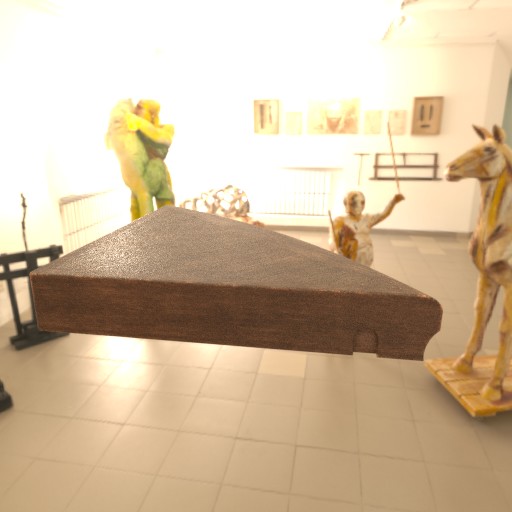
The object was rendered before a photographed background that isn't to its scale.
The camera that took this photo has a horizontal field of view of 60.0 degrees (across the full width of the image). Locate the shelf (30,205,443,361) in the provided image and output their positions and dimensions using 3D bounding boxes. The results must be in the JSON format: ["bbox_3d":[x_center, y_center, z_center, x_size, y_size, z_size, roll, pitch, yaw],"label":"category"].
[{"bbox_3d":[0.000,0.000,0.475,0.310,0.050,0.310,3,17,9],"label":"shelf"}]
